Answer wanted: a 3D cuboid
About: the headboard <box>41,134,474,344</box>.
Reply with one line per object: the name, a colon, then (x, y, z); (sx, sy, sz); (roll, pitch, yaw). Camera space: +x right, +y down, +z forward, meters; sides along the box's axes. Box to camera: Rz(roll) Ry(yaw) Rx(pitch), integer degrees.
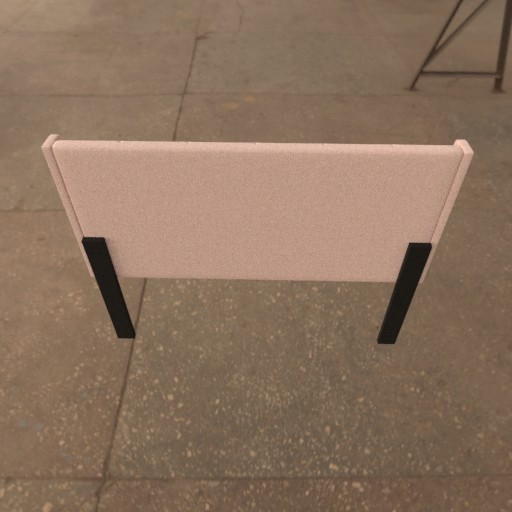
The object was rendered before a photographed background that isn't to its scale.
headboard: (0.000, 0.000, 2.668); (2.051, 1.524, 0.184); (1, 45, 1)
